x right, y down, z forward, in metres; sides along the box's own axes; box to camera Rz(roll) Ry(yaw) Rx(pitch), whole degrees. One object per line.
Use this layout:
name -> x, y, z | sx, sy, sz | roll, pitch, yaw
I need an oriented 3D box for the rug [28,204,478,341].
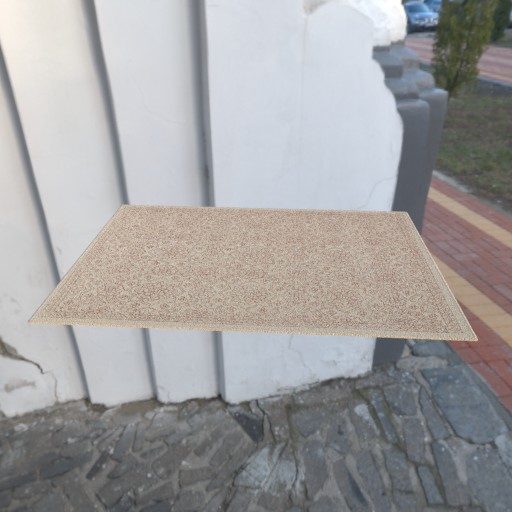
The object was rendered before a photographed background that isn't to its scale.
rug -> 0.000, 0.000, 2.317 | 1.829, 0.010, 1.219 | 2, 30, 3
